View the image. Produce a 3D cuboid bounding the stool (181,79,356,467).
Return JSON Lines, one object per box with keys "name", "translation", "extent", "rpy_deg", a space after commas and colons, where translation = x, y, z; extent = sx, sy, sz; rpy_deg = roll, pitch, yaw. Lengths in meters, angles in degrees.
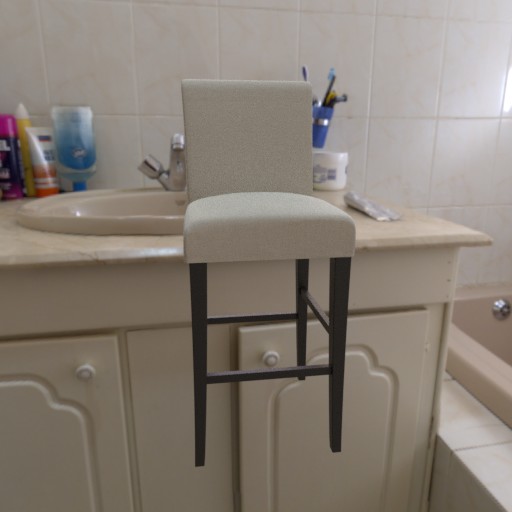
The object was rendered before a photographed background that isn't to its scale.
{"name": "stool", "translation": [0.000, 0.000, 1.443], "extent": [0.452, 1.124, 0.597], "rpy_deg": [-2, 15, -8]}
